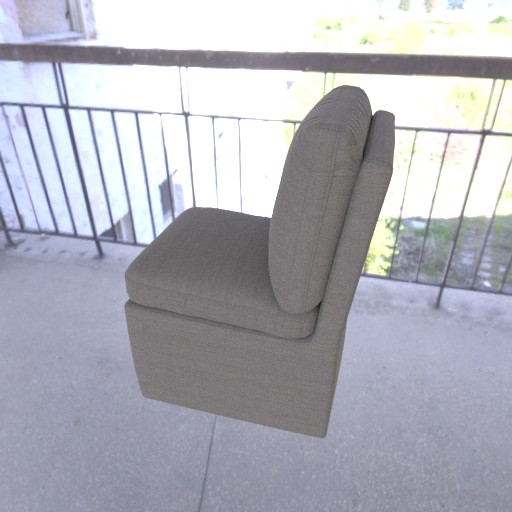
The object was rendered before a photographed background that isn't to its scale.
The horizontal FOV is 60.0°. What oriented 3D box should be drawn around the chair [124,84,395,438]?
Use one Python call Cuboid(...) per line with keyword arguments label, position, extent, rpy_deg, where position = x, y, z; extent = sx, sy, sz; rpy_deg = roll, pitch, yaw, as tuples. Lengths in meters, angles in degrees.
Cuboid(label="chair", position=(0.000, 0.000, 1.341), extent=(0.698, 0.927, 0.503), rpy_deg=(8, 32, 13))
